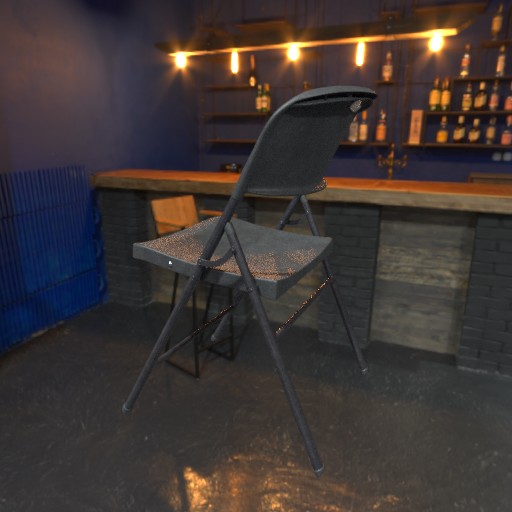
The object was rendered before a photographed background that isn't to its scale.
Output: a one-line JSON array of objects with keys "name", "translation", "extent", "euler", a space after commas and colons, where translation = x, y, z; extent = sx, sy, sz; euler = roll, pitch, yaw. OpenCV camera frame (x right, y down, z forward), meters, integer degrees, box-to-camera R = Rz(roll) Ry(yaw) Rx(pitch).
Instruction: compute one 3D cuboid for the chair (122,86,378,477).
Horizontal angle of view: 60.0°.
[{"name": "chair", "translation": [0.000, 0.000, 1.171], "extent": [0.566, 0.810, 0.494], "euler": [7, 17, 24]}]
